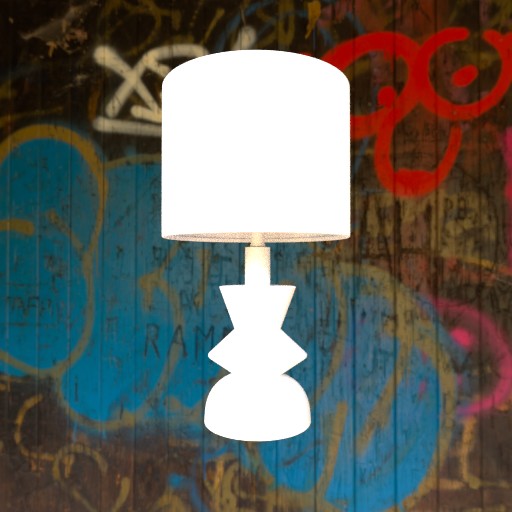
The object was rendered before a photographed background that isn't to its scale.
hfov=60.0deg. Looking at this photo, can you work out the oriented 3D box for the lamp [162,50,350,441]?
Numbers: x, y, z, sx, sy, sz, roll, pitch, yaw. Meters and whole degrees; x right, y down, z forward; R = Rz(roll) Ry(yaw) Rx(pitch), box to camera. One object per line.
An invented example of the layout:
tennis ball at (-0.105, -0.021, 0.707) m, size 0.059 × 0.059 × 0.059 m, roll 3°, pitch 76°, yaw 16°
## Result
lamp at (0.000, 0.000, 0.724) m, size 0.301 × 0.533 × 0.301 m, roll 0°, pitch -1°, yaw -18°
